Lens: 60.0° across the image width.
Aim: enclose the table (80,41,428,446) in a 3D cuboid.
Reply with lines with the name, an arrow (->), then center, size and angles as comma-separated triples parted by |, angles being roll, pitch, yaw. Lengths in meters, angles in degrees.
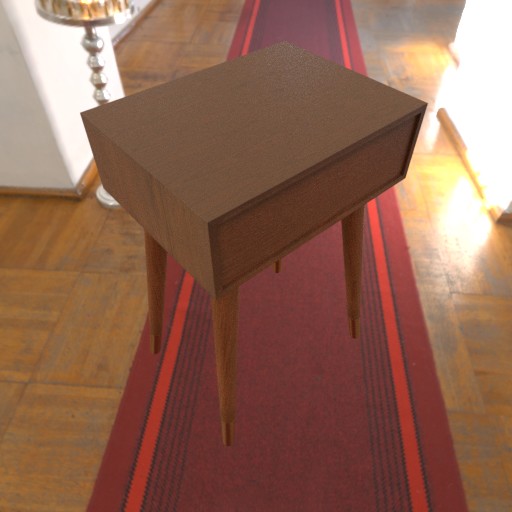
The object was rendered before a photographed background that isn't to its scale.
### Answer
table -> 0.000, 0.000, 0.831 | 0.406, 0.599, 0.300 | -32, 54, -27
